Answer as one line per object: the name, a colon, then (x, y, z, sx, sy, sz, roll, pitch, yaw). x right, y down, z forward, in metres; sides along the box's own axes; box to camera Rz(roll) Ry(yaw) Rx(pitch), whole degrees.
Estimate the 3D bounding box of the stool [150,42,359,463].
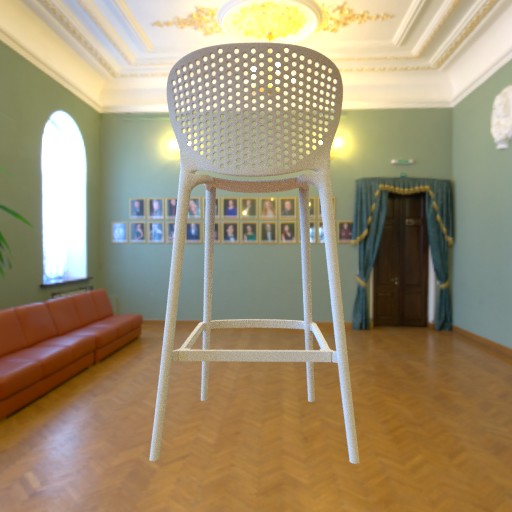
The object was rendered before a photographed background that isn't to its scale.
stool: (0.000, 0.000, 1.342, 0.536, 1.045, 0.535, 0, 1, 1)
